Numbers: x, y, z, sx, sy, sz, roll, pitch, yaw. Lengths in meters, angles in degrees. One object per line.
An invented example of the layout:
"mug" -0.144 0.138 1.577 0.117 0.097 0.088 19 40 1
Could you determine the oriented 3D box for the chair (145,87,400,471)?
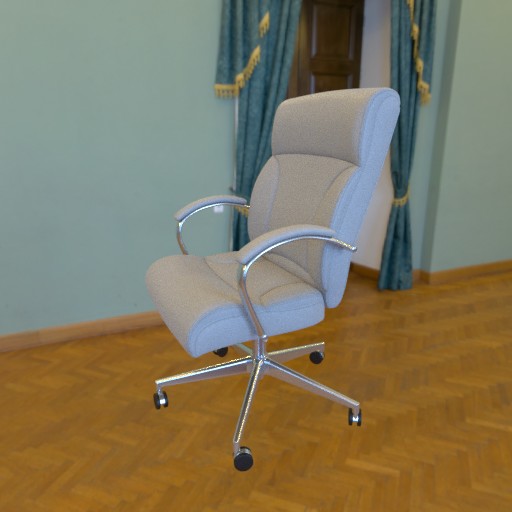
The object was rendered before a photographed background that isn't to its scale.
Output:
"chair" 0.000 0.000 1.552 0.745 1.099 0.727 -7 18 -24
